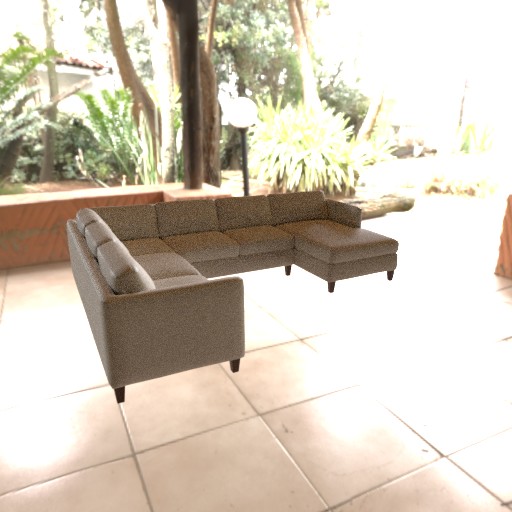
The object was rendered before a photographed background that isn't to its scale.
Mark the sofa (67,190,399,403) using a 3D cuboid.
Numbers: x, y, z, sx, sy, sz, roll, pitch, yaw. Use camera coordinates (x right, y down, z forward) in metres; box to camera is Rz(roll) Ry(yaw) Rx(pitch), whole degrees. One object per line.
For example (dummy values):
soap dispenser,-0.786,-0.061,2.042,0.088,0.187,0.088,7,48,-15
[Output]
sofa,0.000,0.000,4.352,3.238,0.853,2.551,-8,19,-25
